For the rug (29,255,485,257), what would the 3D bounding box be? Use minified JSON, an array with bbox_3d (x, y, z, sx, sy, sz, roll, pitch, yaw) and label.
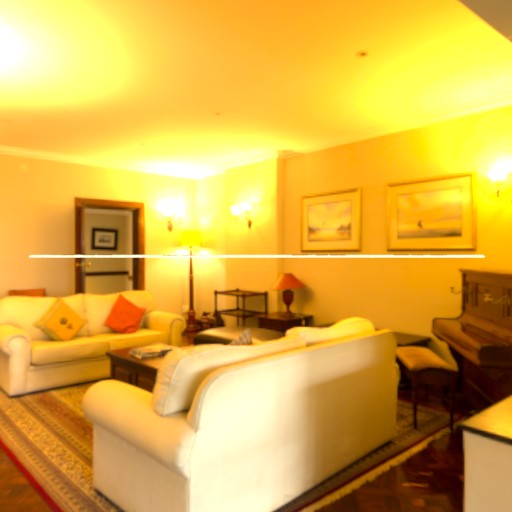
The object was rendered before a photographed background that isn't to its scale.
[{"bbox_3d":[0.000,0.000,2.955,2.275,0.014,1.514,0,0,0],"label":"rug"}]
